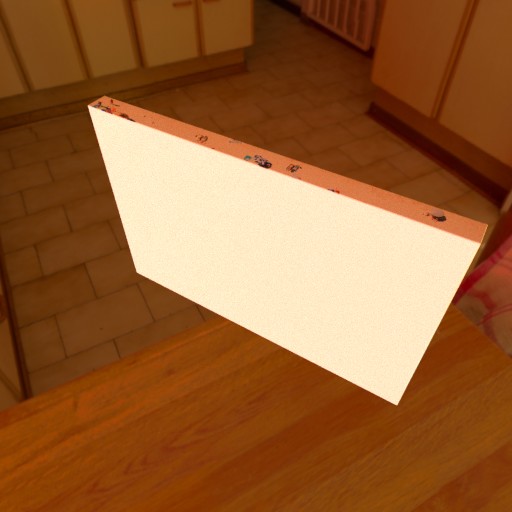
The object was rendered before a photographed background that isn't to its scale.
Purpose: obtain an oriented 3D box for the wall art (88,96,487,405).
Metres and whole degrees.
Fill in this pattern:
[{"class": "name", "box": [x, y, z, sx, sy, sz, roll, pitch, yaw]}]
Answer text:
[{"class": "wall art", "box": [0.000, 0.000, 0.761, 0.609, 0.406, 0.039, 24, 51, 21]}]
